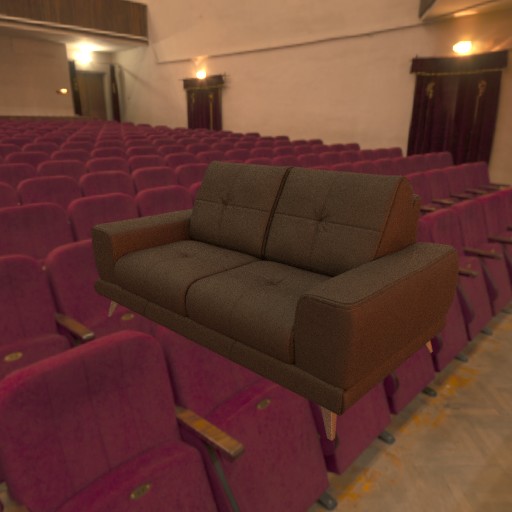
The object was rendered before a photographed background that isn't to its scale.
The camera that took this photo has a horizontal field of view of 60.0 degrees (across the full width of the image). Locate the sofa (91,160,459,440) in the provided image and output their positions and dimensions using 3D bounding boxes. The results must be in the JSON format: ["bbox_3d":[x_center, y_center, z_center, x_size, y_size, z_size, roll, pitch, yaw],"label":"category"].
[{"bbox_3d":[0.000,0.000,2.379,1.806,0.907,1.018,15,22,41],"label":"sofa"}]
